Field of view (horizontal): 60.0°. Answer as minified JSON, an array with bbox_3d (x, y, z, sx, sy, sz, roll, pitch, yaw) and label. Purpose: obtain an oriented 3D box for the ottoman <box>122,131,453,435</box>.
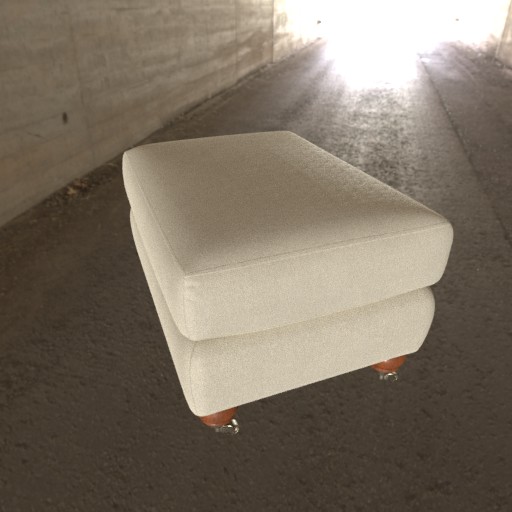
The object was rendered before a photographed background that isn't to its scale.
[{"bbox_3d":[0.000,0.000,1.168,0.569,0.499,0.773,-11,32,-18],"label":"ottoman"}]
